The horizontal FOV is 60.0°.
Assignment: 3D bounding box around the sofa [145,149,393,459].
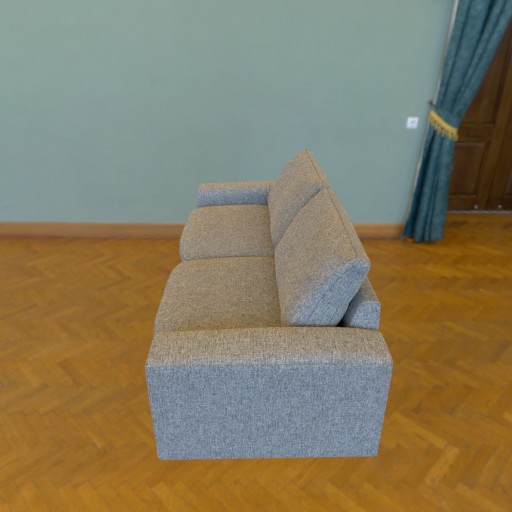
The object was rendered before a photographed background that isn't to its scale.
[{"bbox_3d":[0.000,0.000,2.791,1.040,0.922,2.299,-1,27,-1],"label":"sofa"}]
